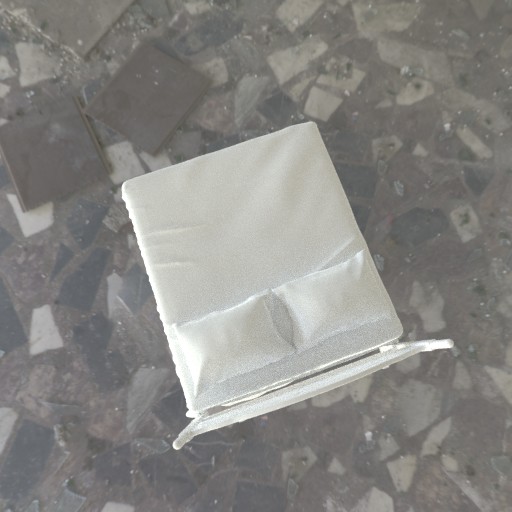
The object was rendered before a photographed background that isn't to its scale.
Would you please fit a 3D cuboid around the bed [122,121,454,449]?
[{"bbox_3d":[0.000,0.000,3.282,1.873,1.356,2.040,-19,77,-4],"label":"bed"}]
